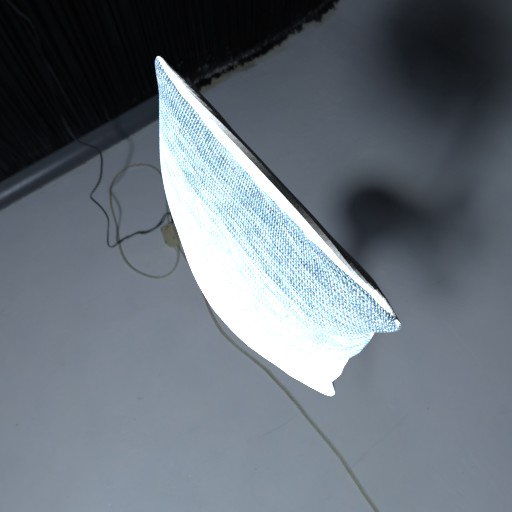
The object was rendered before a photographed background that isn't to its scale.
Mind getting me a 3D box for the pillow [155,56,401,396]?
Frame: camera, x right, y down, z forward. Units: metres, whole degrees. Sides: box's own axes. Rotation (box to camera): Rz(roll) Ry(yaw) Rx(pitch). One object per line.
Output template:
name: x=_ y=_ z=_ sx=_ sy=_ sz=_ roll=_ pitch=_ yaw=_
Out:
pillow: x=0.000 y=0.000 z=0.670 sx=0.182 sy=0.441 sz=0.440 roll=-34 pitch=69 yaw=-15
